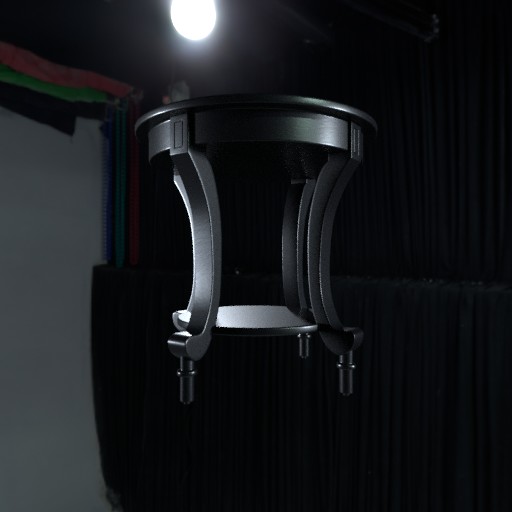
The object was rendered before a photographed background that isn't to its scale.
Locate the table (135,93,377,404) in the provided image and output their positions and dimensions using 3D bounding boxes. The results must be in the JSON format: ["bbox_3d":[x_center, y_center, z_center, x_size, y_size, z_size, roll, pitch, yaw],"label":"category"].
[{"bbox_3d":[0.000,0.000,1.133,0.597,0.618,0.597,0,0,0],"label":"table"}]
